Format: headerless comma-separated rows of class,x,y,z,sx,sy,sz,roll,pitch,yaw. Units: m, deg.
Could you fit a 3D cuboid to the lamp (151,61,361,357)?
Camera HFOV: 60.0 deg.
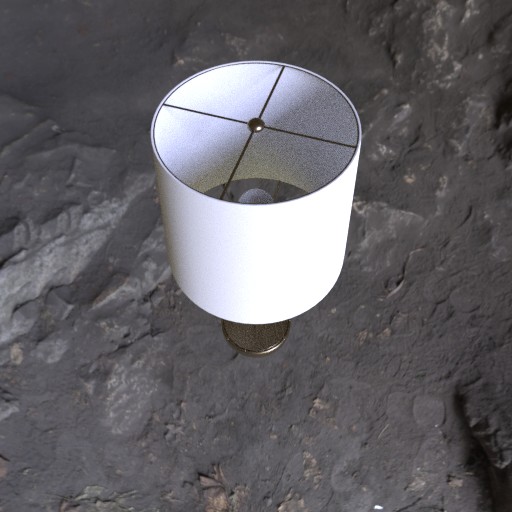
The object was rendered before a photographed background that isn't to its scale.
lamp,0.000,0.000,0.803,0.303,0.618,0.303,0,57,0
